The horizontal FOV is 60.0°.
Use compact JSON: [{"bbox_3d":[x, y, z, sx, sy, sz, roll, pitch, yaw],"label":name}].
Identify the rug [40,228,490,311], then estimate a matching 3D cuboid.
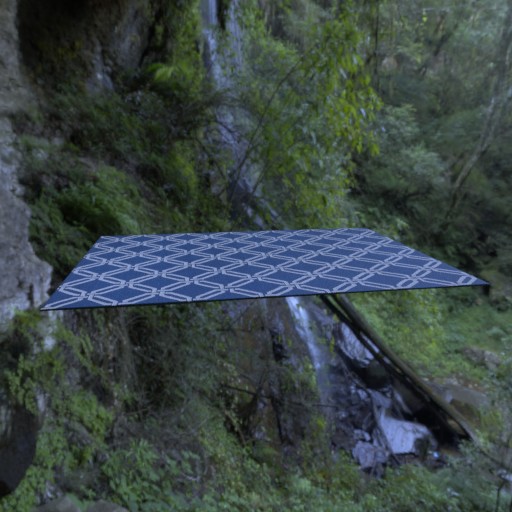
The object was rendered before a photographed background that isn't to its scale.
[{"bbox_3d":[0.000,0.000,4.386,3.342,0.018,2.432,-2,15,-9],"label":"rug"}]
